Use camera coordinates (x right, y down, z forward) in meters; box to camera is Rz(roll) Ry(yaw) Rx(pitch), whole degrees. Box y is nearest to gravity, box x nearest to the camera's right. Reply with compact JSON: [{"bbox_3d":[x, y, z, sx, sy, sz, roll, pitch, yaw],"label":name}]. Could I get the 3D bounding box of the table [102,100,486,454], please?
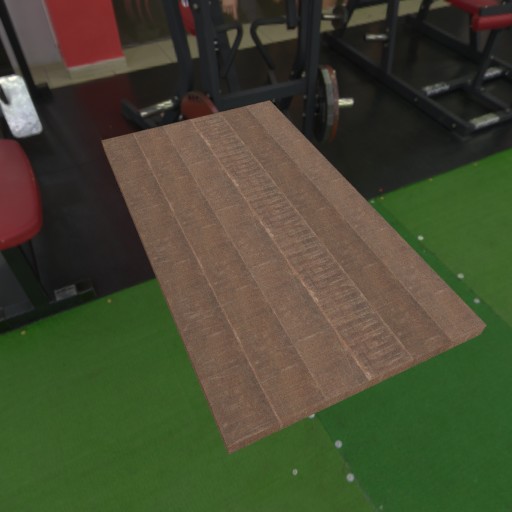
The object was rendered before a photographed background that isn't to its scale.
[{"bbox_3d":[0.000,0.000,1.738,0.800,0.440,1.400,-19,51,-16],"label":"table"}]
